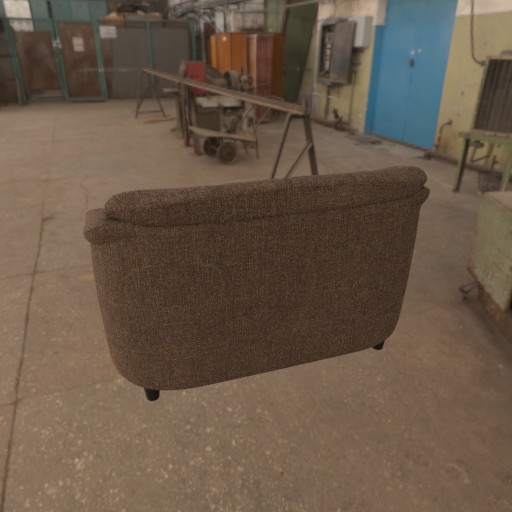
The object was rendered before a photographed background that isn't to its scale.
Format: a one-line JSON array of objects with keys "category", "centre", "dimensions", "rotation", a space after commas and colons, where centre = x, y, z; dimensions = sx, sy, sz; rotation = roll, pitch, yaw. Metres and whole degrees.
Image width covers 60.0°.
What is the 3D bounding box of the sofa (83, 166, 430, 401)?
[{"category": "sofa", "centre": [0.000, 0.000, 2.002], "dimensions": [1.404, 0.895, 0.799], "rotation": [-8, 27, -17]}]
